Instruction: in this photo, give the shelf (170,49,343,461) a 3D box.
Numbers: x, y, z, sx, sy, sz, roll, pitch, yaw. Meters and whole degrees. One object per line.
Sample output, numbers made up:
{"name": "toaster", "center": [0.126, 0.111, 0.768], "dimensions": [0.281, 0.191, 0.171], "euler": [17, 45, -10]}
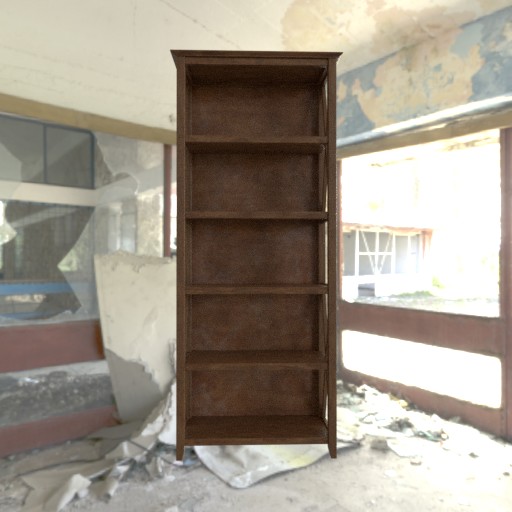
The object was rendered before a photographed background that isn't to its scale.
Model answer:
{"name": "shelf", "center": [0.000, 0.000, 2.220], "dimensions": [0.805, 1.905, 0.335], "euler": [0, 0, -2]}
